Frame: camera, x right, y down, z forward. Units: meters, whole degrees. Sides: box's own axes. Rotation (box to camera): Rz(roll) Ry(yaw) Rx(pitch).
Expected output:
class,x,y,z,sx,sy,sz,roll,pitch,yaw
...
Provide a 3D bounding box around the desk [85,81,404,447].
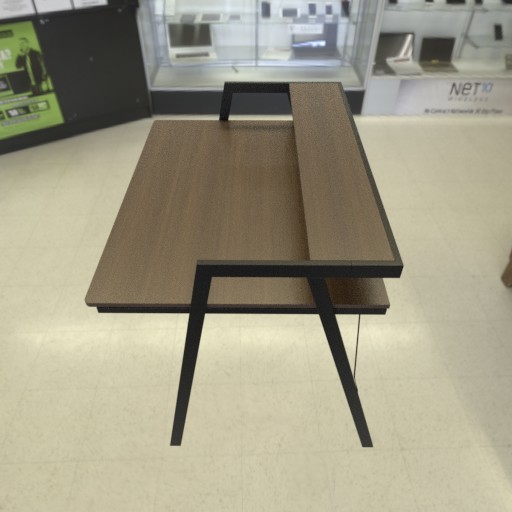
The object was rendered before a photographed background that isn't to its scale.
class,x,y,z,sx,sy,sz,roll,pitch,yaw
desk,0.000,0.000,1.835,0.936,0.998,1.143,0,43,0
